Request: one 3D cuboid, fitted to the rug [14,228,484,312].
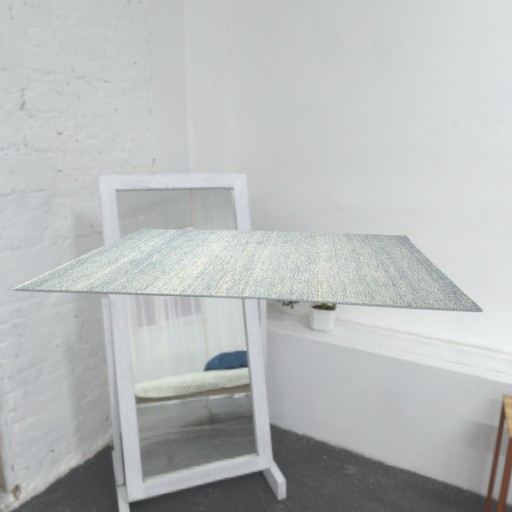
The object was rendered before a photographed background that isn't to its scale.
[{"bbox_3d":[0.000,0.000,4.187,3.237,0.046,2.461,2,14,8],"label":"rug"}]
